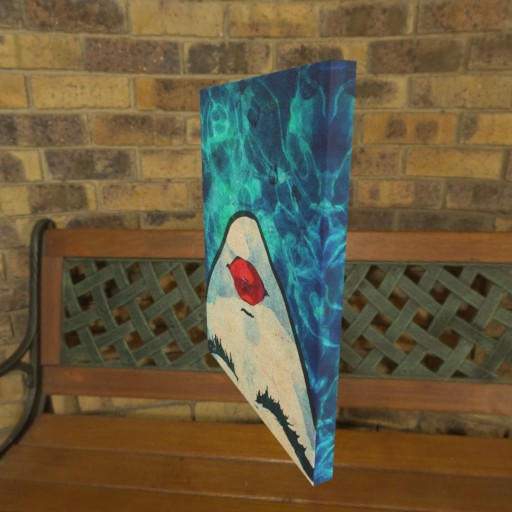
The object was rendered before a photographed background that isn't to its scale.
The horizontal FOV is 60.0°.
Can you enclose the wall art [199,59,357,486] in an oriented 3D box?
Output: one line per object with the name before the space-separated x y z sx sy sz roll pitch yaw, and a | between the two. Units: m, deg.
wall art | 0.000 0.000 0.853 0.038 0.635 0.508 -8 18 -24
